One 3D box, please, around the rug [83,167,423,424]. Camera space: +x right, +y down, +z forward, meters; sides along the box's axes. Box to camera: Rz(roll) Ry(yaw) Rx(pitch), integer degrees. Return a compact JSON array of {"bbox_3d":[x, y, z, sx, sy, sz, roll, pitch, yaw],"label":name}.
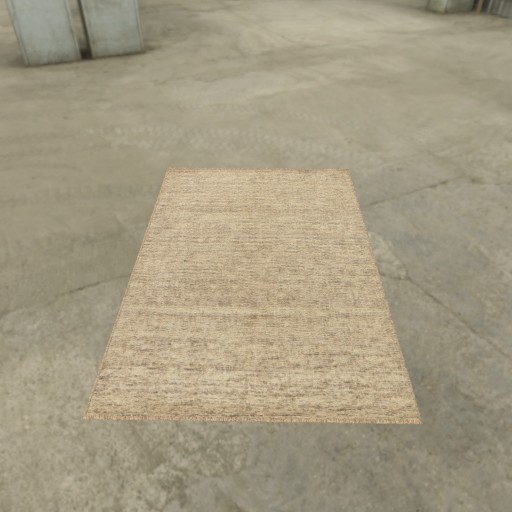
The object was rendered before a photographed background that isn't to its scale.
[{"bbox_3d":[0.000,0.000,2.271,1.211,0.018,1.822,1,40,1],"label":"rug"}]
